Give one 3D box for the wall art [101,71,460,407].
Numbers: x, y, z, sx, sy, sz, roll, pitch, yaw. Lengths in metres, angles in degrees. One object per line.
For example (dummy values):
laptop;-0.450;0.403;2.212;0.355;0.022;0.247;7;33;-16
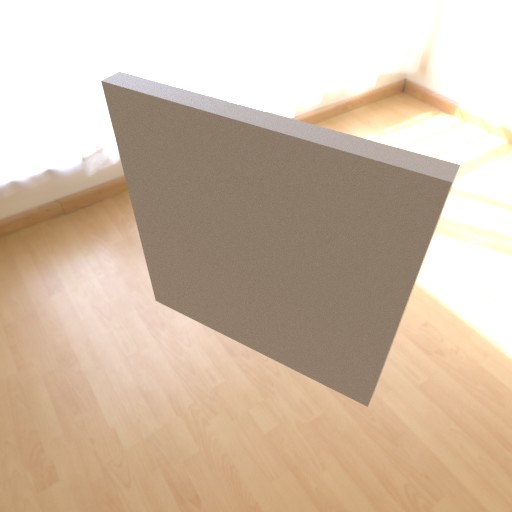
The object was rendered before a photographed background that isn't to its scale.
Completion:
wall art;0.000;0.000;0.527;0.355;0.355;0.027;22;49;21
